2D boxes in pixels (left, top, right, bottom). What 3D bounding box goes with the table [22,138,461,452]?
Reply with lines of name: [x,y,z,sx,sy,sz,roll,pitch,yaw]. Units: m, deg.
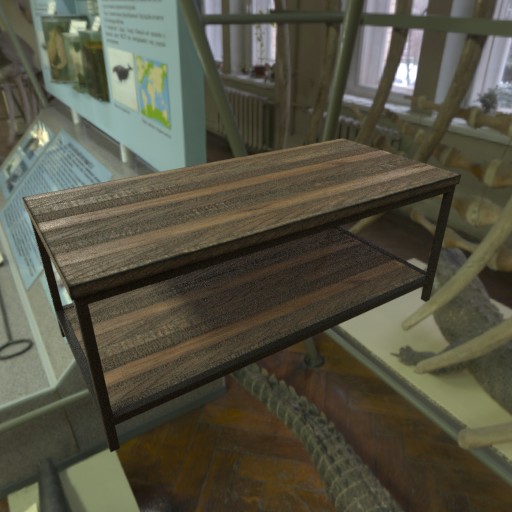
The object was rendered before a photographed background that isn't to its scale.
table: [0.000,0.000,1.187,0.990,0.399,0.452,-18,33,-29]
